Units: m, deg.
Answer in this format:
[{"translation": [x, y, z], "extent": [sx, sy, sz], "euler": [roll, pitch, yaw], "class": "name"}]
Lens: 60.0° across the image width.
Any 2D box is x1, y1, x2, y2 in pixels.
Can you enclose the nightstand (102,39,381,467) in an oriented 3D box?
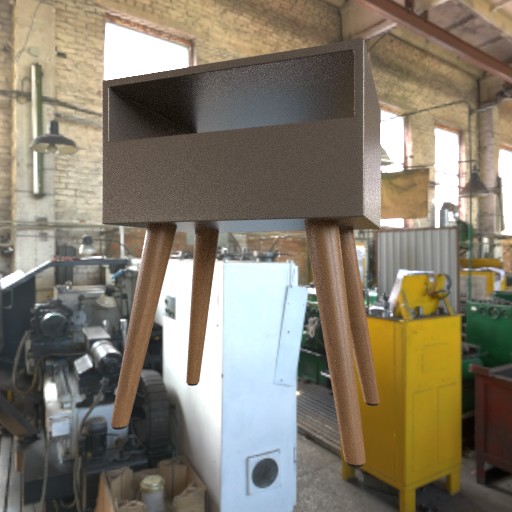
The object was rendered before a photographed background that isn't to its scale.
[{"translation": [0.000, 0.000, 0.714], "extent": [0.370, 0.508, 0.288], "euler": [0, 0, 20], "class": "nightstand"}]
